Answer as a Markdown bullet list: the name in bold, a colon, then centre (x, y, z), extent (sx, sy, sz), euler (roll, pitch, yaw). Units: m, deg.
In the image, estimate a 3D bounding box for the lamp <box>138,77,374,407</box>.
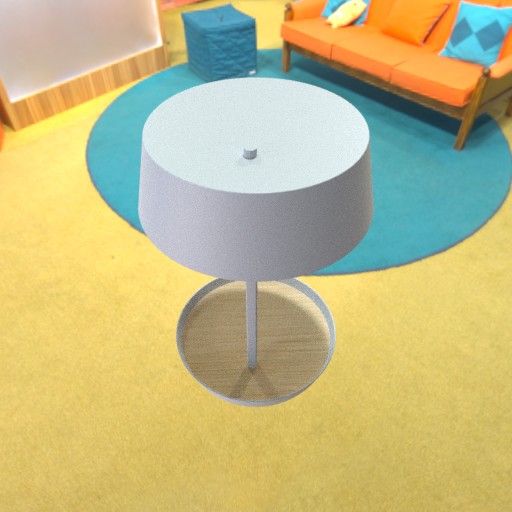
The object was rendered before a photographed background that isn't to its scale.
- **lamp**: centre (0.000, 0.000, 0.634), extent (0.291, 0.429, 0.291), euler (0, 45, 0)
